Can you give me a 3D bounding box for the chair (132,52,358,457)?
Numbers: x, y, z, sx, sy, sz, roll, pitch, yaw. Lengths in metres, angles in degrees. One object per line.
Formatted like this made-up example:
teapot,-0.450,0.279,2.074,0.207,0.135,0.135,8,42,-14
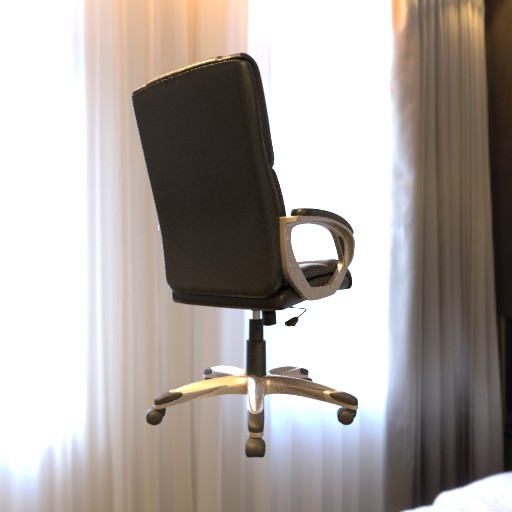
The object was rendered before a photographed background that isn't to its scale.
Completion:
chair,0.000,0.000,1.627,0.700,1.145,0.780,0,-1,36
